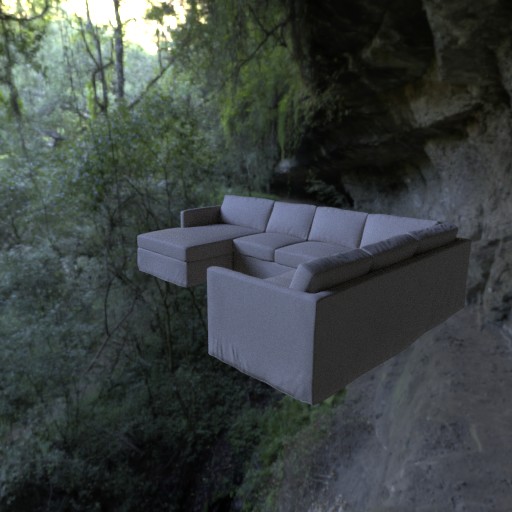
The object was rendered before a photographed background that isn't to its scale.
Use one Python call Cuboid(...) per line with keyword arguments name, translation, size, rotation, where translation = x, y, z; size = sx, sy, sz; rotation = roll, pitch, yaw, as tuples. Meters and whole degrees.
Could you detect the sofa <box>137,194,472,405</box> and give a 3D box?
Cuboid(name="sofa", translation=(0.000, 0.000, 4.656), size=(2.476, 0.878, 3.528), rotation=(-14, 20, -43))
